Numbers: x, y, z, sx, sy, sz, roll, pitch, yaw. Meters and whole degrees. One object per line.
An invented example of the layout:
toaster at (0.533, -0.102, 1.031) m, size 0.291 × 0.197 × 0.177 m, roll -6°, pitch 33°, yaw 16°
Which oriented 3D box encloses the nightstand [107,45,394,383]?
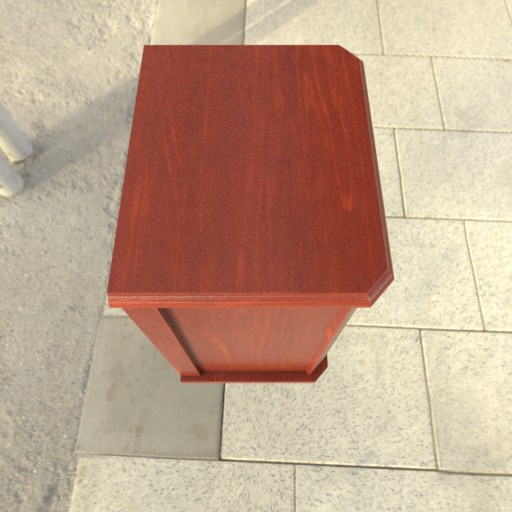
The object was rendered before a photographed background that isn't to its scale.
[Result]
nightstand at (0.000, 0.000, 0.914) m, size 0.351 × 0.681 × 0.435 m, roll 0°, pitch 65°, yaw 0°
